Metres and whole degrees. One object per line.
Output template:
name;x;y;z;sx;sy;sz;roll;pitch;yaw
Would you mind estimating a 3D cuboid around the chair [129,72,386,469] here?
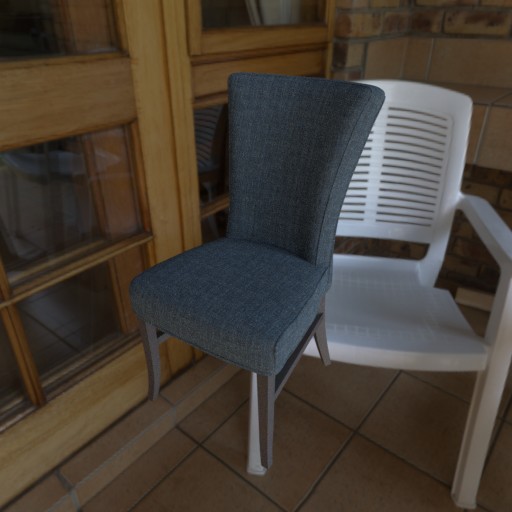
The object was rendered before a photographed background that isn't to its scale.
chair;0.000;0.000;1.388;0.520;0.991;0.660;18;34;28
